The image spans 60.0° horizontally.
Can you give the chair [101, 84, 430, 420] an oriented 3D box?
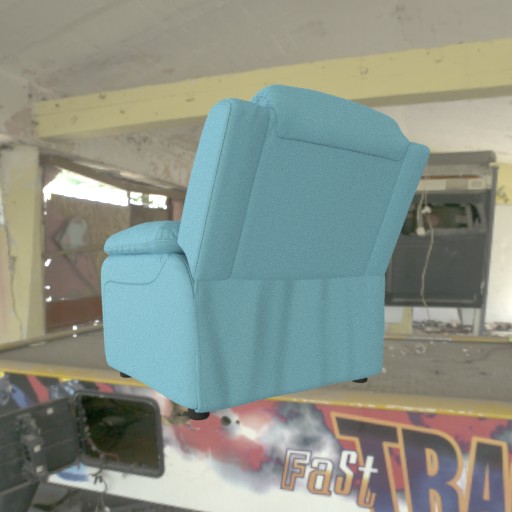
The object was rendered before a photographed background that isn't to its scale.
[{"bbox_3d":[0.000,0.000,1.221,0.680,0.702,0.709,0,-1,-35],"label":"chair"}]
